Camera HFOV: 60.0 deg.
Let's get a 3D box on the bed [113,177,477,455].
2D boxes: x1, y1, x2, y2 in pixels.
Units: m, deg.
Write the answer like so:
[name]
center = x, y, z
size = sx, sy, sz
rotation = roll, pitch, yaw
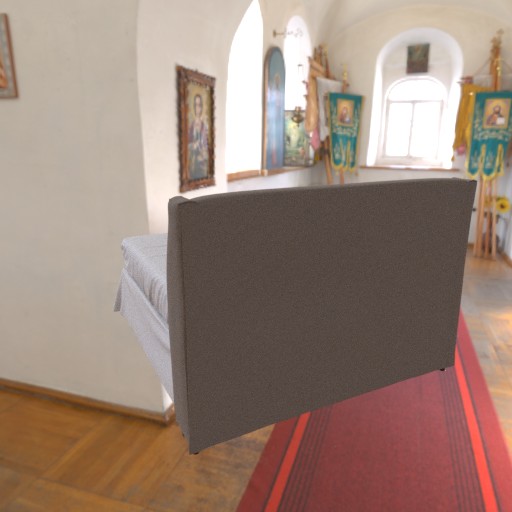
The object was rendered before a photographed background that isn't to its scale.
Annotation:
[bed]
center = 0.000, 0.000, 3.421
size = 1.925, 1.332, 2.276
rotation = -8, 18, -26
